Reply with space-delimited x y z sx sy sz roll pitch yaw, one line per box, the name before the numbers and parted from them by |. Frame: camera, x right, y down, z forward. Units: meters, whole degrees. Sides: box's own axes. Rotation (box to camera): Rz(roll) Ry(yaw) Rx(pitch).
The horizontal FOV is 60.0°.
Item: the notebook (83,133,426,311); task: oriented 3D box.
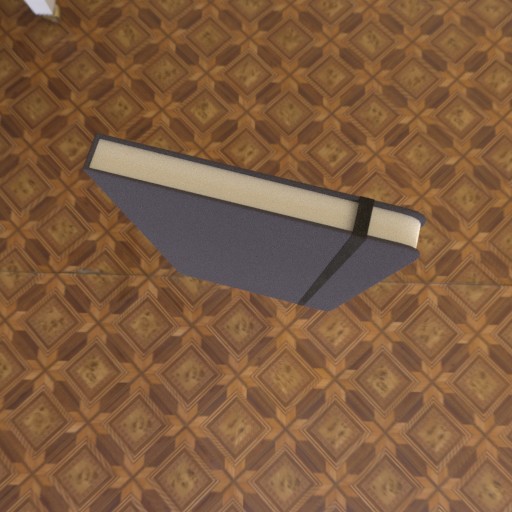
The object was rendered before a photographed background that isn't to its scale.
notebook | 0.000 0.000 0.263 0.127 0.213 0.016 14 78 3
